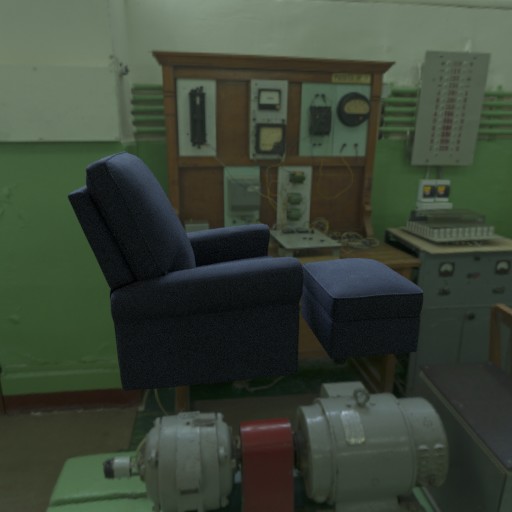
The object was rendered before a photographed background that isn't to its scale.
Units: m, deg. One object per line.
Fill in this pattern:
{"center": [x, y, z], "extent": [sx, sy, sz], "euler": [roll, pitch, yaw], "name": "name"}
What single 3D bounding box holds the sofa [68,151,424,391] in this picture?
{"center": [0.000, 0.000, 2.108], "extent": [1.478, 0.959, 0.880], "euler": [-3, 16, -9], "name": "sofa"}
